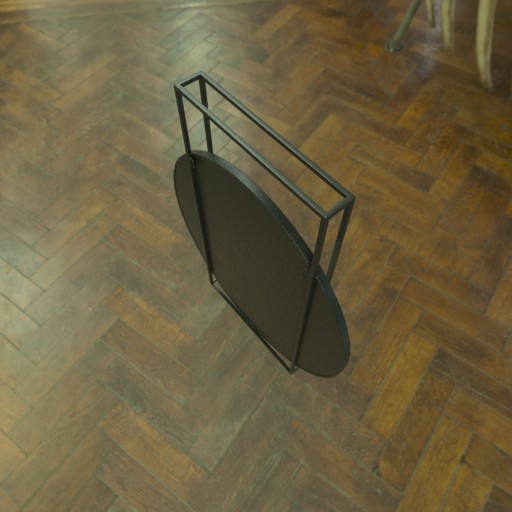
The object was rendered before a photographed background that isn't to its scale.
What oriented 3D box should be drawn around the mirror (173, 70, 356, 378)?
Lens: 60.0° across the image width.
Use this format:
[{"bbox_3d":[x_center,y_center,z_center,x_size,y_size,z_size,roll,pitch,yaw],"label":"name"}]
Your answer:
[{"bbox_3d":[0.000,0.000,0.841,0.051,0.603,0.508,-35,64,-20],"label":"mirror"}]
